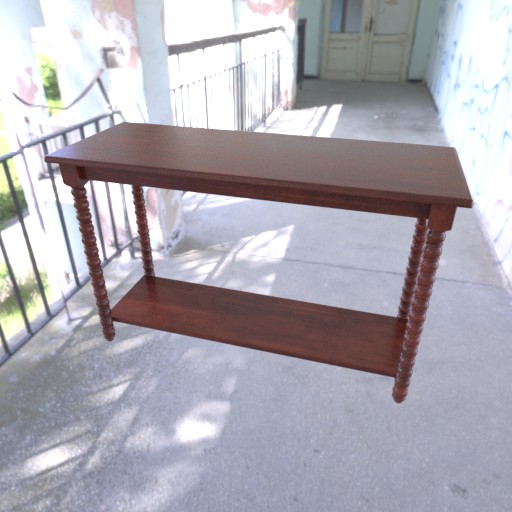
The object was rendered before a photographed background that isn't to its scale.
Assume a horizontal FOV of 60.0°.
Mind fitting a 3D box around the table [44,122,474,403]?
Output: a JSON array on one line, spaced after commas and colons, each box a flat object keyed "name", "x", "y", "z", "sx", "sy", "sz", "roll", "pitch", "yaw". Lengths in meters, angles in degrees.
[{"name": "table", "x": 0.000, "y": 0.000, "z": 1.538, "sx": 1.184, "sy": 0.740, "sz": 0.459, "roll": 8, "pitch": 31, "yaw": 14}]
